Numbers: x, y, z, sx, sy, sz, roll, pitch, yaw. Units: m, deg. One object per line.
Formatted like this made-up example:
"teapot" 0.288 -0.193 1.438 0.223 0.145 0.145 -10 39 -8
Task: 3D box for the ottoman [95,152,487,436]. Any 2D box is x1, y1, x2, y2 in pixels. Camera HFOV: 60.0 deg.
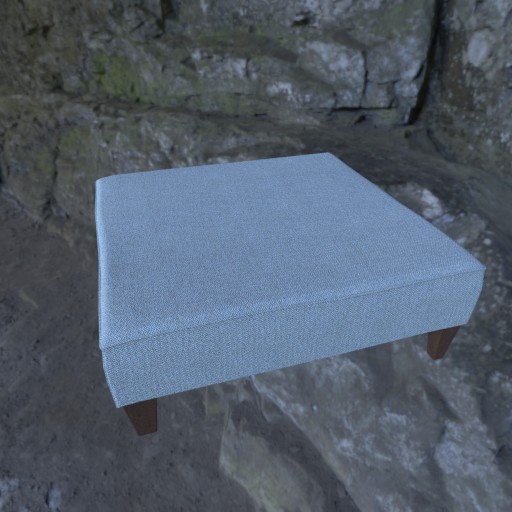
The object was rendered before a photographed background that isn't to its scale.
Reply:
"ottoman" 0.000 0.000 1.520 1.004 0.379 0.968 -9 33 -15
